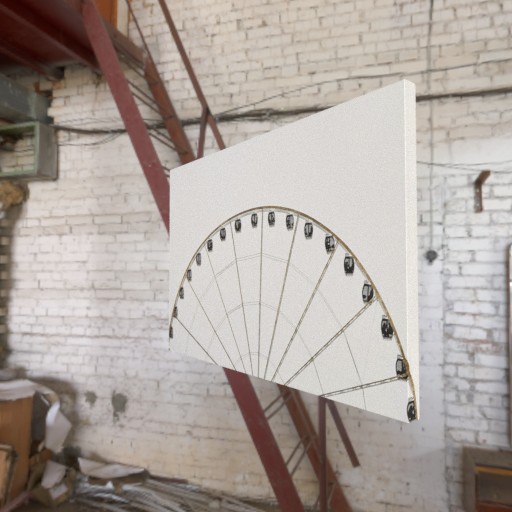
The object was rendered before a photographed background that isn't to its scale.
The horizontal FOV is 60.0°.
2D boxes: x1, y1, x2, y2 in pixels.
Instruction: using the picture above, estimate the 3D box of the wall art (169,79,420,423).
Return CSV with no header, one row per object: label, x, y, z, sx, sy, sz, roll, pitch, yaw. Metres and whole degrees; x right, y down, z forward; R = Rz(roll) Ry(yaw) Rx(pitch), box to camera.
wall art,0.000,0.000,1.136,0.038,0.601,0.898,2,-2,-38
